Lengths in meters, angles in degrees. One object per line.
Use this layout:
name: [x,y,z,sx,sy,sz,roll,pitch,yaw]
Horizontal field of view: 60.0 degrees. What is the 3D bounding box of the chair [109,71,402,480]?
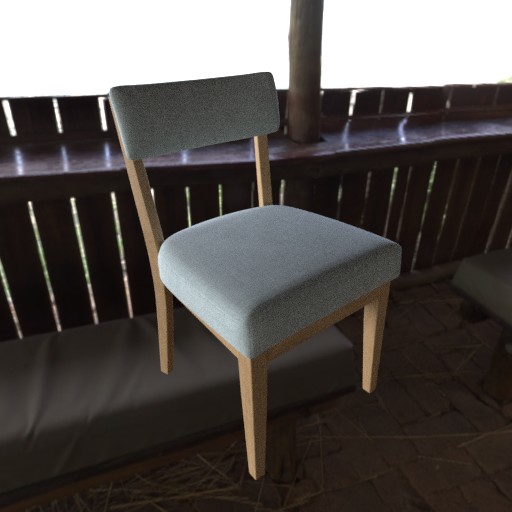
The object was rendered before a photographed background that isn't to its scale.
chair: [0.000,0.000,1.163,0.508,0.832,0.572,-22,35,-34]
